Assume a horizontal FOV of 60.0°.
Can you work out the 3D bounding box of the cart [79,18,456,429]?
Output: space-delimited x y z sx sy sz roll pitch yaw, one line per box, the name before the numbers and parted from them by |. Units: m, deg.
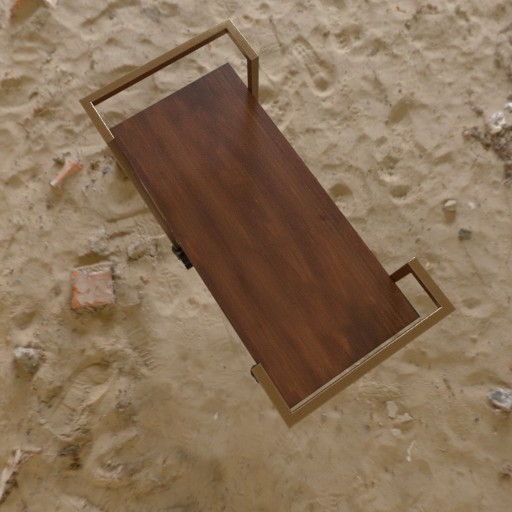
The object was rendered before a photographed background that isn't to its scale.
cart | 0.000 0.000 1.159 0.364 0.807 0.695 -33 78 -8
